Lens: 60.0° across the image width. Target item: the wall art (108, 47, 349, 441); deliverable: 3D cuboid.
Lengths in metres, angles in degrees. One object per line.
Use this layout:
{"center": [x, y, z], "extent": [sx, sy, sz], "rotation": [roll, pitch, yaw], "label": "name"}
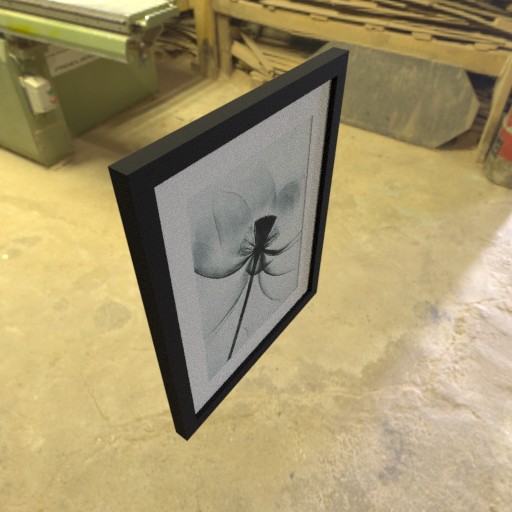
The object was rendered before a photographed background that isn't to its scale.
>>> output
{"center": [0.000, 0.000, 0.758], "extent": [0.029, 0.559, 0.457], "rotation": [26, 48, 26], "label": "wall art"}
